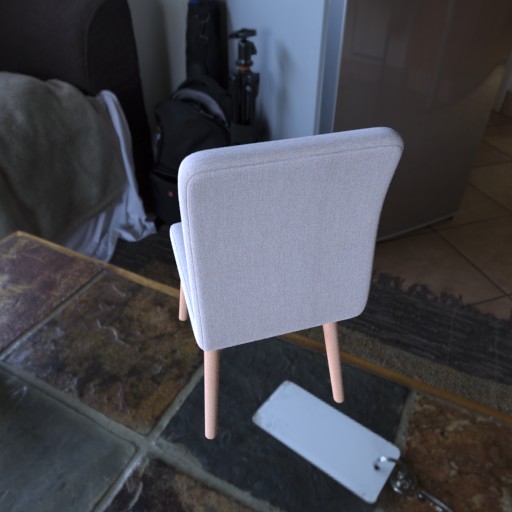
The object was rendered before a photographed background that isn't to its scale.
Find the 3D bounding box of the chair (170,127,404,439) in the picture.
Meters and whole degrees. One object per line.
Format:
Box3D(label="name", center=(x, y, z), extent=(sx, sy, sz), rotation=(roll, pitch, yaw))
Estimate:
Box3D(label="chair", center=(0.000, 0.000, 1.200), extent=(0.435, 0.885, 0.550), rotation=(-11, 41, -13))
